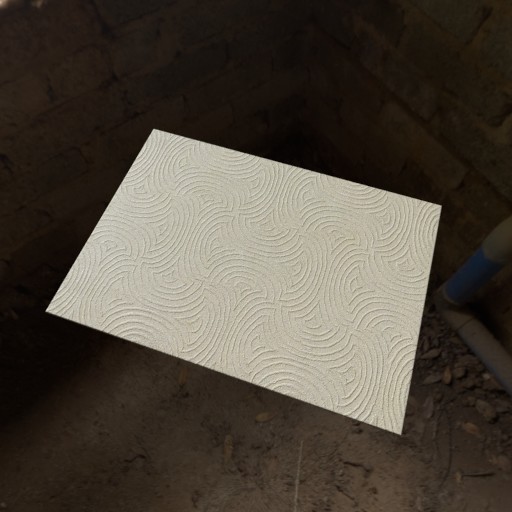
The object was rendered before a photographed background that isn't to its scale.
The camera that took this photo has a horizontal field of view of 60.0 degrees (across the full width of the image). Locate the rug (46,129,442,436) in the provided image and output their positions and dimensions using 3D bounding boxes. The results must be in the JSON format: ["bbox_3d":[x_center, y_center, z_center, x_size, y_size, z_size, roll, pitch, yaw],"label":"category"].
[{"bbox_3d":[0.000,0.000,2.818,2.132,0.015,1.526,17,64,9],"label":"rug"}]
